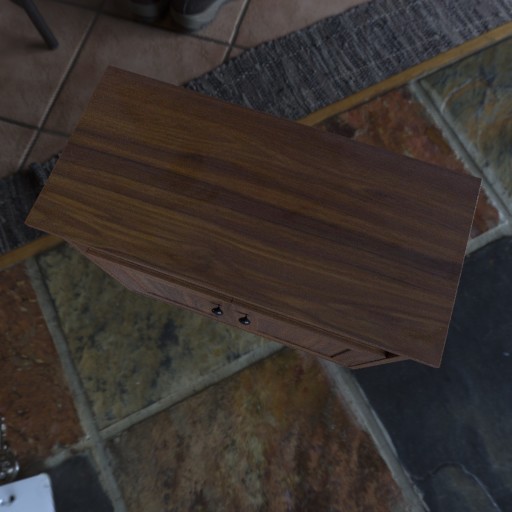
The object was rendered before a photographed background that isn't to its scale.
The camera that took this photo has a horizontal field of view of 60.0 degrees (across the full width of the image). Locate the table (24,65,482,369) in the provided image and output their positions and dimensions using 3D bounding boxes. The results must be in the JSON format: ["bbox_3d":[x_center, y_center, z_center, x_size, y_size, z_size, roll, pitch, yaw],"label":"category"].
[{"bbox_3d":[0.000,0.000,1.200,0.802,0.725,0.390,19,74,5],"label":"table"}]
